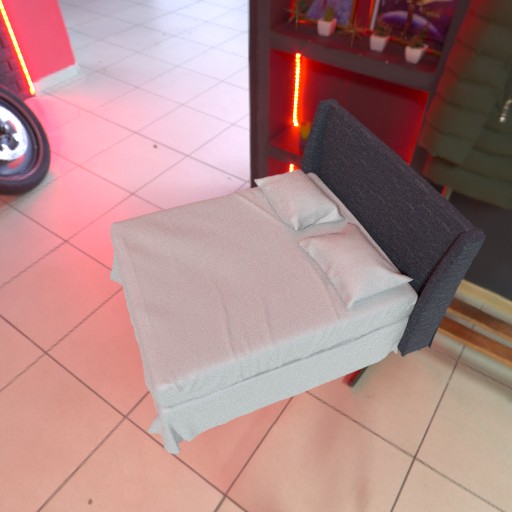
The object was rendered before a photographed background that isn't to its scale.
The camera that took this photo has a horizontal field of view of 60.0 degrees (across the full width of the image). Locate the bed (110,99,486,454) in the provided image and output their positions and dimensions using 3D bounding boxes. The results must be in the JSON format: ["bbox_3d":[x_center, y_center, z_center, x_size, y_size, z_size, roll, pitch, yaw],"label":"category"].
[{"bbox_3d":[0.000,0.000,3.456,2.276,1.332,1.925,-17,49,-15],"label":"bed"}]
